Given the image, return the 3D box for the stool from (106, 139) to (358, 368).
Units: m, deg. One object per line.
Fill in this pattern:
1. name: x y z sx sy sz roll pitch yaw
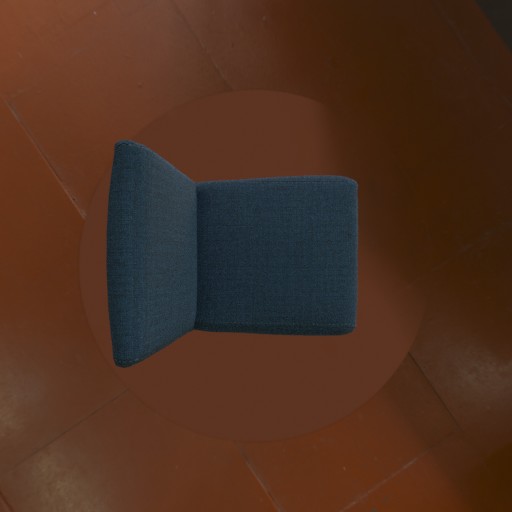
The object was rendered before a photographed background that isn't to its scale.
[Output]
1. stool: 0.000 0.000 1.339 0.567 1.039 0.454 0 89 0
